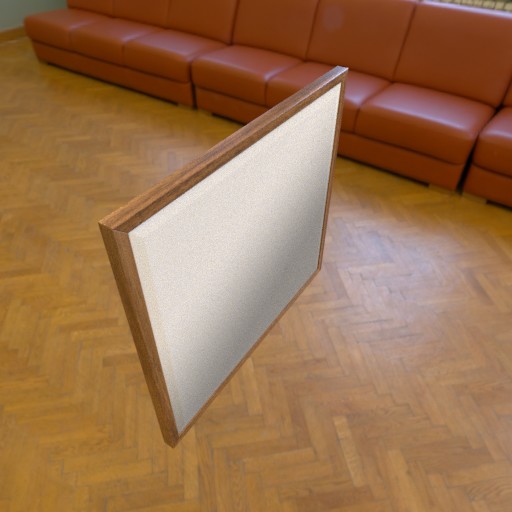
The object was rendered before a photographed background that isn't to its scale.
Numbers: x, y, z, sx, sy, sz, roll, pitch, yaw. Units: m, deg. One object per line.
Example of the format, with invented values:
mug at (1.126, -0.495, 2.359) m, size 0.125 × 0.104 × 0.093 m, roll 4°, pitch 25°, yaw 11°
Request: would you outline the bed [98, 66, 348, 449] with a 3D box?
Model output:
bed at (0.000, 0.000, 1.492) m, size 0.043 × 0.940 × 1.041 m, roll 25°, pitch 48°, yaw 25°
